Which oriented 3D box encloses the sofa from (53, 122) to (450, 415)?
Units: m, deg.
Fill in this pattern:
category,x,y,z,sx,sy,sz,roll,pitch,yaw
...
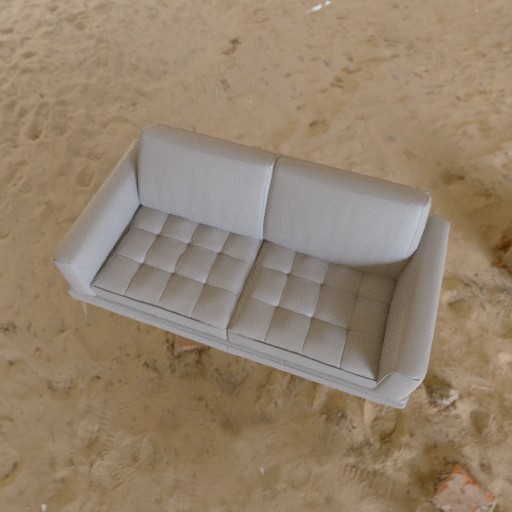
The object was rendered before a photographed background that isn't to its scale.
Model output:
category,x,y,z,sx,sy,sz,roll,pitch,yaw
sofa,0.000,0.000,2.721,2.177,0.930,1.121,17,59,11
